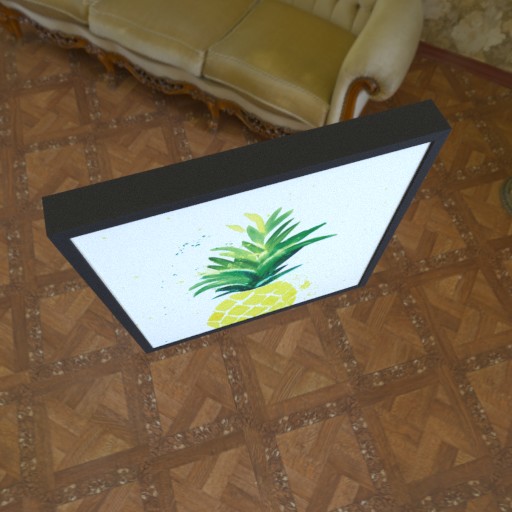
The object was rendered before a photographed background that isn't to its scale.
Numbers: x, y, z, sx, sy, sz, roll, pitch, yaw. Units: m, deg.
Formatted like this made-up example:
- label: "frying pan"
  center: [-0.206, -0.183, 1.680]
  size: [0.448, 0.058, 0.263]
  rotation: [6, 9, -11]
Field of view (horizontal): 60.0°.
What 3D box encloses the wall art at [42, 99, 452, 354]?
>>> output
- label: "wall art"
  center: [0.000, 0.000, 0.460]
  size: [0.305, 0.304, 0.033]
  rotation: [-16, 64, -8]
